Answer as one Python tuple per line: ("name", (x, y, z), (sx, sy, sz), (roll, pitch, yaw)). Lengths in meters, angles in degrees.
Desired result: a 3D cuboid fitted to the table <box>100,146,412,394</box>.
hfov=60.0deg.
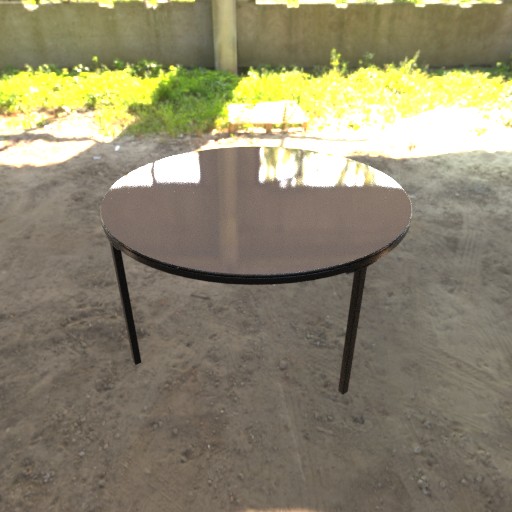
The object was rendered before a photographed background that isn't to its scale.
("table", (0.000, 0.000, 1.287), (0.800, 0.400, 0.800), (0, 31, 0))
